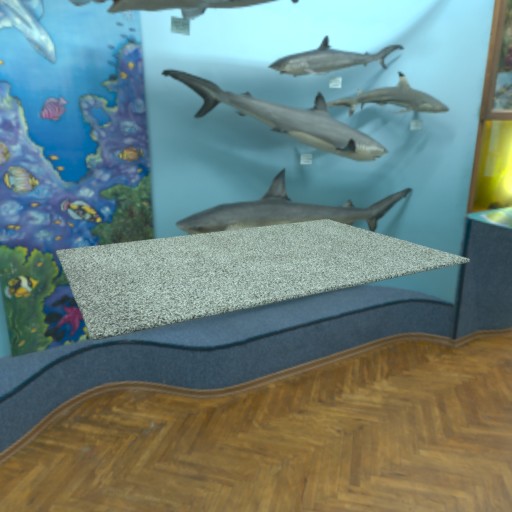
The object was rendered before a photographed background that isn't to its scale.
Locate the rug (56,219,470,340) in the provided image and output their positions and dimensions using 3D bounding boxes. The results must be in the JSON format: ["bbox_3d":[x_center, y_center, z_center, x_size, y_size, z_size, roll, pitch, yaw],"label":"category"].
[{"bbox_3d":[0.000,0.000,3.480,2.743,0.030,1.778,-8,18,-27],"label":"rug"}]
